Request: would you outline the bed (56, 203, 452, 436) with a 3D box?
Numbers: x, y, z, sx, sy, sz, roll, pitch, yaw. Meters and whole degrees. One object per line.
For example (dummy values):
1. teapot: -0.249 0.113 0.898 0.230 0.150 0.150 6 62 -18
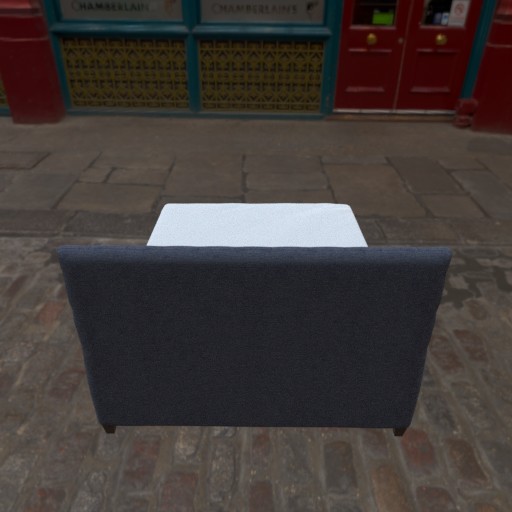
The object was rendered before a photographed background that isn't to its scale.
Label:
1. bed: 0.000 0.000 3.630 2.078 1.427 2.387 0 31 1
